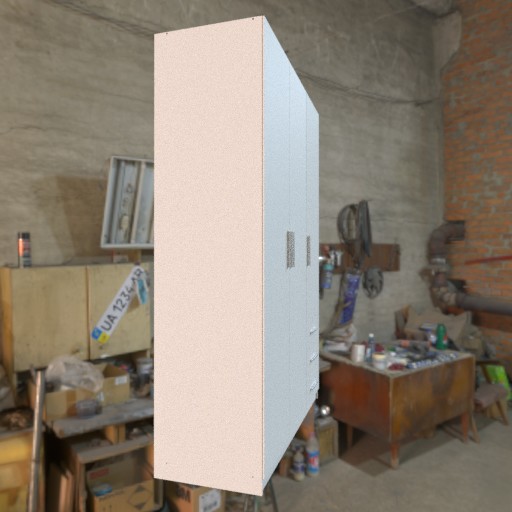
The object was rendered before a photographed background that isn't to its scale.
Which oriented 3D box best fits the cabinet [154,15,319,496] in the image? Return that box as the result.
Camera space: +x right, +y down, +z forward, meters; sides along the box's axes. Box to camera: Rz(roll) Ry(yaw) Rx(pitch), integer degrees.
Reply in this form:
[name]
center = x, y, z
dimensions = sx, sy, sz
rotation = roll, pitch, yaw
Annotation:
[cabinet]
center = 0.000, 0.000, 2.446
dimensions = 0.510, 1.910, 1.290
rotation = 0, 0, 18
